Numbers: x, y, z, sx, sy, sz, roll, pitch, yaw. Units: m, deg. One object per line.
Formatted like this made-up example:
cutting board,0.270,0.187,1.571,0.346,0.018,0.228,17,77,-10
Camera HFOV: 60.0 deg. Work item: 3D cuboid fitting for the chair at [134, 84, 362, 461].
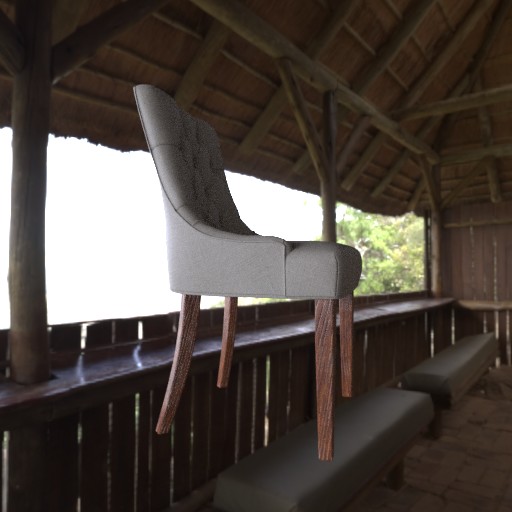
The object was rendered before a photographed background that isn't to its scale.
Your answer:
chair,0.000,0.000,1.238,0.565,0.874,0.509,0,0,17
